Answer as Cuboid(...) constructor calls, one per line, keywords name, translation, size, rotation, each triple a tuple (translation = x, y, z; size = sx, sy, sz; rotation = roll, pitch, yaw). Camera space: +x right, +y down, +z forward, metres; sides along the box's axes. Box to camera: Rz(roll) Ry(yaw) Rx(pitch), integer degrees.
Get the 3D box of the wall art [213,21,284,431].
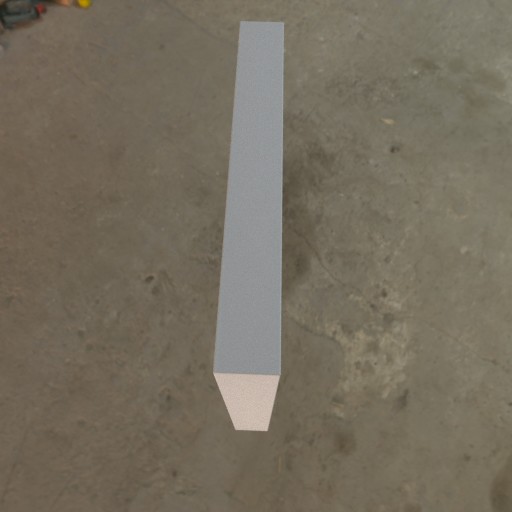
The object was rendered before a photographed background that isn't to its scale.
Cuboid(name="wall art", translation=(0.000, 0.000, 0.454), size=(0.038, 0.305, 0.305), rotation=(2, 63, 1))
